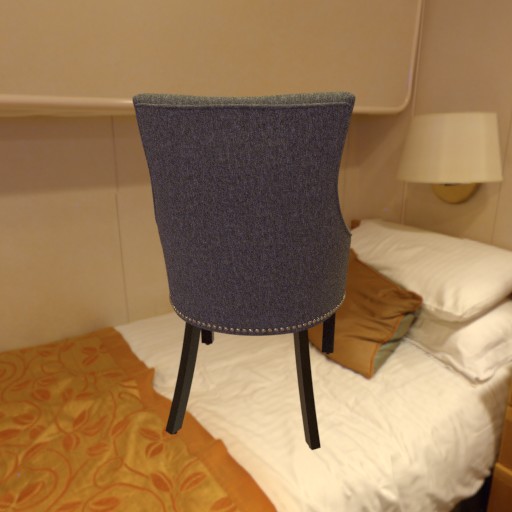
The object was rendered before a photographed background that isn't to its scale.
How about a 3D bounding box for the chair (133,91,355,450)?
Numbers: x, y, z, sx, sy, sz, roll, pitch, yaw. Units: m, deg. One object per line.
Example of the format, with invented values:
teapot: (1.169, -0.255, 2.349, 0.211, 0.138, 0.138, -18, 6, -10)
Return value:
chair: (0.000, 0.000, 1.348, 0.566, 0.909, 0.629, 3, 17, 8)
